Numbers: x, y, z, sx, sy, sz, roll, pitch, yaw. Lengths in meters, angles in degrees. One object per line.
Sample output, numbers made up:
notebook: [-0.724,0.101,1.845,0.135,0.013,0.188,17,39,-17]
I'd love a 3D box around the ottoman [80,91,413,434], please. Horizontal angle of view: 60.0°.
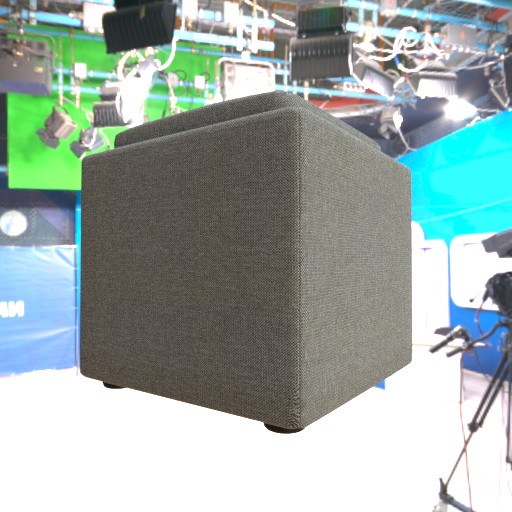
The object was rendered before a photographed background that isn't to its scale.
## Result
ottoman: [0.000,0.000,0.825,0.450,0.460,0.450,-1,-1,36]
